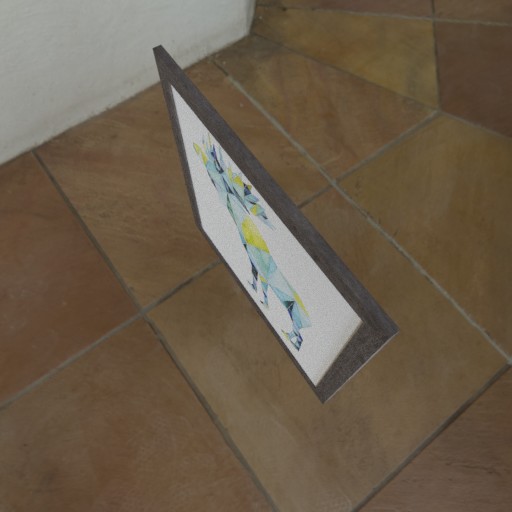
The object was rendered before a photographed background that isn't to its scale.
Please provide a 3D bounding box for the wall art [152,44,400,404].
[{"bbox_3d":[0.000,0.000,0.694,0.013,0.457,0.457,-31,68,-14],"label":"wall art"}]
